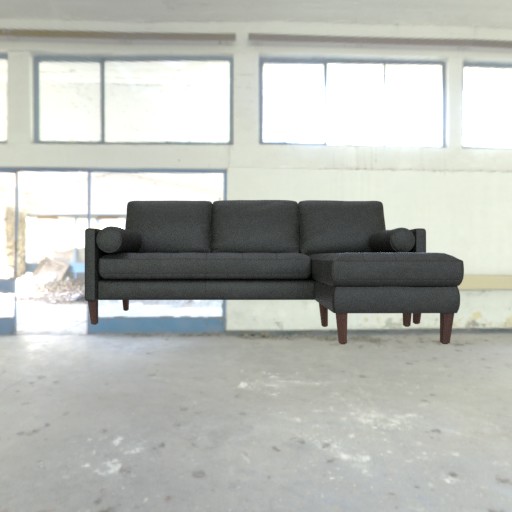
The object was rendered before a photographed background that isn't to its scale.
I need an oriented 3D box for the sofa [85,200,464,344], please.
[{"bbox_3d":[0.000,0.000,2.874,2.178,0.876,1.497,0,0,-1],"label":"sofa"}]
